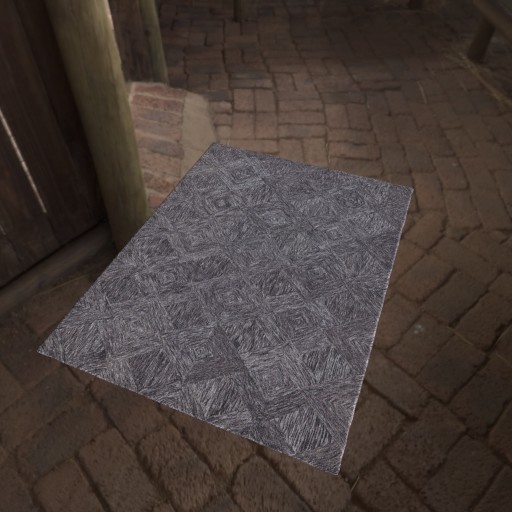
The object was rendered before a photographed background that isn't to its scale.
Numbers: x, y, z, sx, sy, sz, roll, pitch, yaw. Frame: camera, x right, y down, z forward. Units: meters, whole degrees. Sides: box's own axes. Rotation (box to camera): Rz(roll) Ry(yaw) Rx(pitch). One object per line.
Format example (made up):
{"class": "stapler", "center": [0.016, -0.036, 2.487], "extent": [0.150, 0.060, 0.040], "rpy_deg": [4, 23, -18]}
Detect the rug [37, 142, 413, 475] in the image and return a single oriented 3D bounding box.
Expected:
{"class": "rug", "center": [0.000, 0.000, 4.181], "extent": [2.448, 0.017, 3.204], "rpy_deg": [17, 49, 15]}
